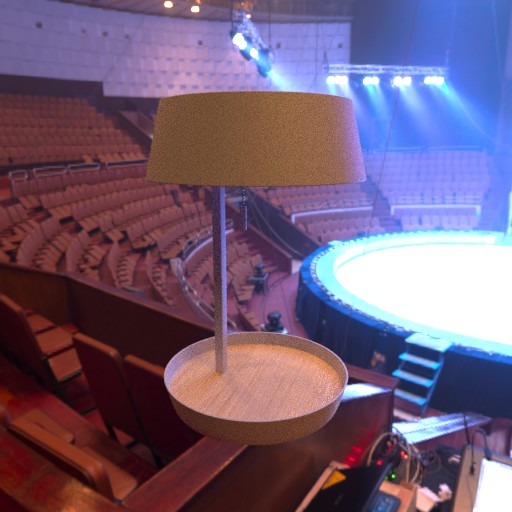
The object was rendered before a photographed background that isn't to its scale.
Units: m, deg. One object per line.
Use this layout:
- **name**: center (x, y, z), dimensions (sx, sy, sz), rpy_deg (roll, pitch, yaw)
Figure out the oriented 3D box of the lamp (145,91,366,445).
- **lamp**: center (0.000, 0.000, 0.625), dimensions (0.291, 0.429, 0.291), rpy_deg (0, 14, 0)
